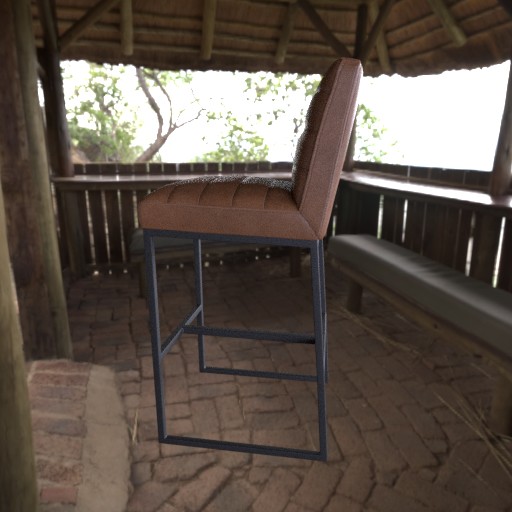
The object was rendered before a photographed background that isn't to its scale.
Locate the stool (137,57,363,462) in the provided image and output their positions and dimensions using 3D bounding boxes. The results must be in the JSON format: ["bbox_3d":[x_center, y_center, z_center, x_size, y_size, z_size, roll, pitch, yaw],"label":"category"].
[{"bbox_3d":[0.000,0.000,1.337,0.556,1.040,0.458,2,14,9],"label":"stool"}]
